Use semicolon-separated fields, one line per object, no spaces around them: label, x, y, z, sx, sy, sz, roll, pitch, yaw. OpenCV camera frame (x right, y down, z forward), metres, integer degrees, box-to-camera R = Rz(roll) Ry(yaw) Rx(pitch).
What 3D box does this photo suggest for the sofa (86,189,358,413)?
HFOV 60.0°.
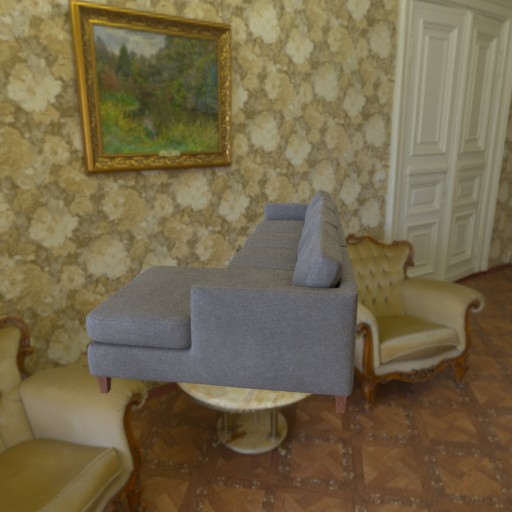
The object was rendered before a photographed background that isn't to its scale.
sofa;0.000;0.000;4.130;1.604;0.950;3.471;2;15;8
